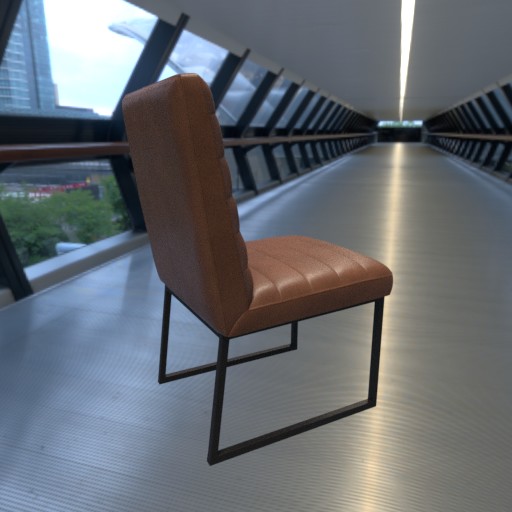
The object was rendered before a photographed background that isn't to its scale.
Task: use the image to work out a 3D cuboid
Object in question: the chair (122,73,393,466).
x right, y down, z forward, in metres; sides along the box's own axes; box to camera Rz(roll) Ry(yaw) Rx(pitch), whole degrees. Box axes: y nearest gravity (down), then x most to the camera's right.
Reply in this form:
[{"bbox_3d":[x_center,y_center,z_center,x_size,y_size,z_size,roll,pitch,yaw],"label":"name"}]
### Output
[{"bbox_3d":[0.000,0.000,1.318,0.634,0.930,0.520,-8,16,-27],"label":"chair"}]
